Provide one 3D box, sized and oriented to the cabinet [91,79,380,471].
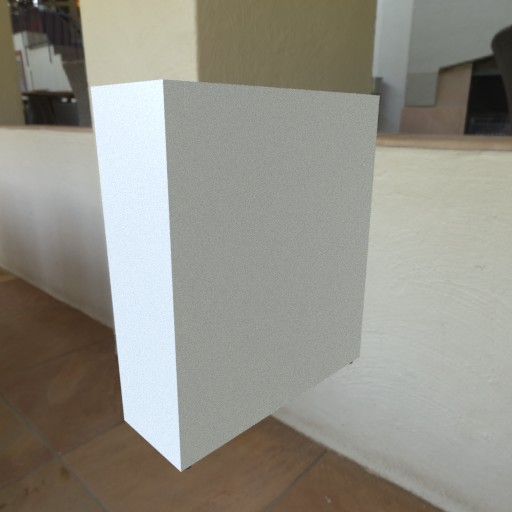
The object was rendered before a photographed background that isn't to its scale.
[{"bbox_3d":[0.000,0.000,1.652,0.990,1.150,0.348,-16,23,-42],"label":"cabinet"}]
